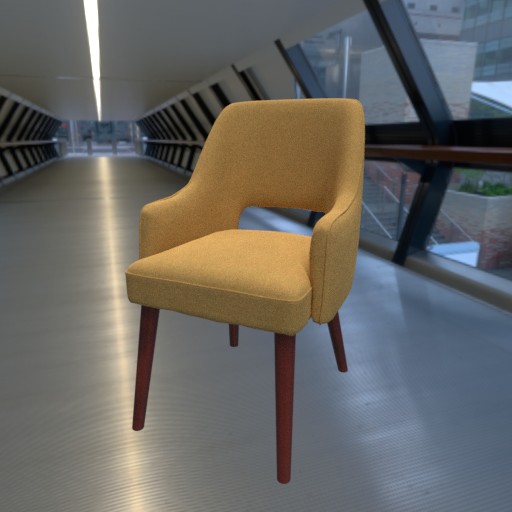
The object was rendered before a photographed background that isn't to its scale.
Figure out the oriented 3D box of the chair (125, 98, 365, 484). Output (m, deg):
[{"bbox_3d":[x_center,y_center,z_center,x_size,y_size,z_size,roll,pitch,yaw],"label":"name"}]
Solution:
[{"bbox_3d":[0.000,0.000,1.220,0.548,0.849,0.605,7,17,25],"label":"chair"}]
